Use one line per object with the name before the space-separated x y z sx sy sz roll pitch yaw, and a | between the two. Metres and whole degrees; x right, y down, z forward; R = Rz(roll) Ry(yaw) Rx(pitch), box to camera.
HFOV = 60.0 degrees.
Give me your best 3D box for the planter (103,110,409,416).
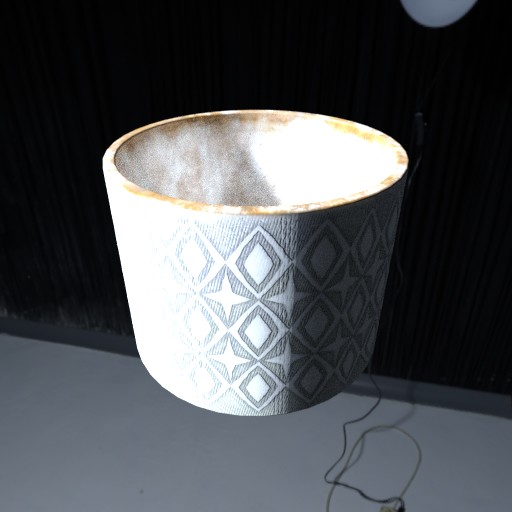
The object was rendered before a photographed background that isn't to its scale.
planter | 0.000 0.000 0.441 0.255 0.223 0.255 0 32 0
